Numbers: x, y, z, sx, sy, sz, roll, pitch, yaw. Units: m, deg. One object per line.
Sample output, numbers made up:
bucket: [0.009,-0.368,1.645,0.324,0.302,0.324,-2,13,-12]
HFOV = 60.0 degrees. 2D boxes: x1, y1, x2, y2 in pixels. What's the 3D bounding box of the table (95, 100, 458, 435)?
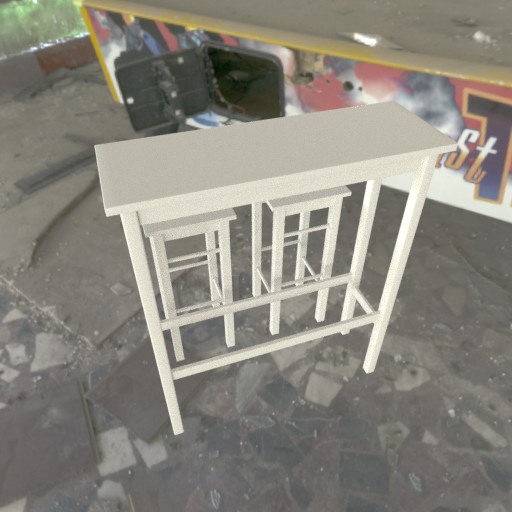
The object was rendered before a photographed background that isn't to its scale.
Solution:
table: [0.000,0.000,1.645,0.915,1.065,0.650,-13,43,-14]
